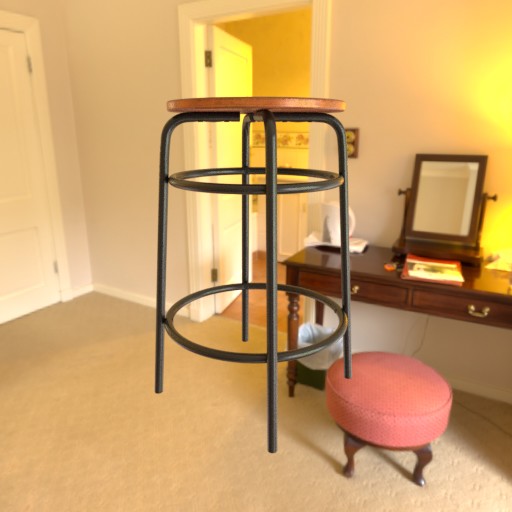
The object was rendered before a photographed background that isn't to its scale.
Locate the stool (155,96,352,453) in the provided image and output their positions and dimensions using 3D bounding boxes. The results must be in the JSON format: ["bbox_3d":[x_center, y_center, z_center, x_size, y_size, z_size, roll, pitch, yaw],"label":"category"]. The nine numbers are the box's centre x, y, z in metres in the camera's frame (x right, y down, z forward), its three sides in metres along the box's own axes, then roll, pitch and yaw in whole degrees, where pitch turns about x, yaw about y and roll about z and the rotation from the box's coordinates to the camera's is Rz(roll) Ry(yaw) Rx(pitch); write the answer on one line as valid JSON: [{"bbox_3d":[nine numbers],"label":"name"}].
[{"bbox_3d":[0.000,0.000,0.930,0.455,0.610,0.455,-2,16,-8],"label":"stool"}]
